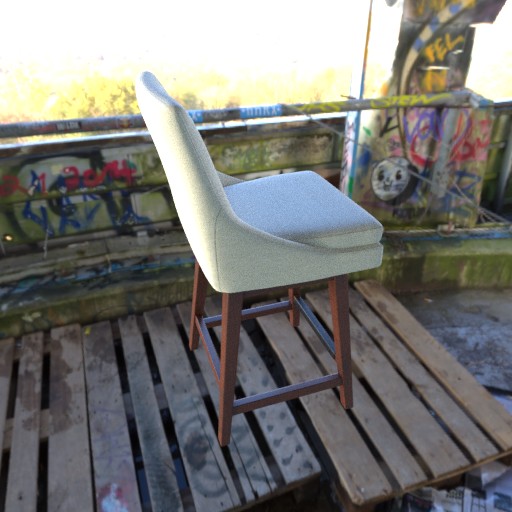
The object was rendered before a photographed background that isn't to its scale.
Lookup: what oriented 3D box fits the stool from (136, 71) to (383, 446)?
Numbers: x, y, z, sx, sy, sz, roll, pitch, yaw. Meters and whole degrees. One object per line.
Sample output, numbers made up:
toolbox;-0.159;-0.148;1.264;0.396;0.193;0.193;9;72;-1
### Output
stool;0.000;0.000;1.309;0.559;0.991;0.469;-10;32;-16
